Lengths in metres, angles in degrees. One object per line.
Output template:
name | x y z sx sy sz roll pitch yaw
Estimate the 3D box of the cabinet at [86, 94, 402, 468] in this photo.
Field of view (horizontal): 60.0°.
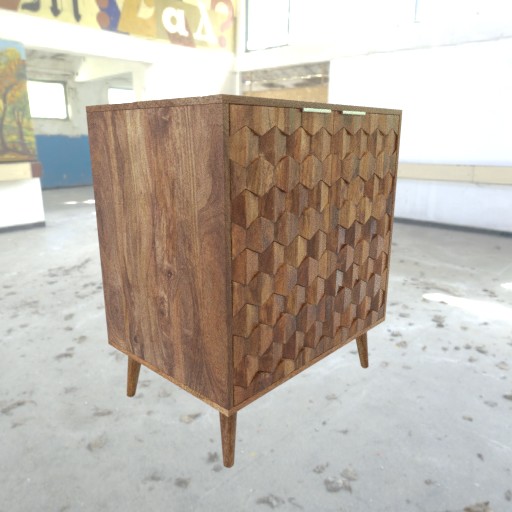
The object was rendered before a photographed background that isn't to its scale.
cabinet | 0.000 0.000 1.194 0.473 0.758 0.647 14 21 41
